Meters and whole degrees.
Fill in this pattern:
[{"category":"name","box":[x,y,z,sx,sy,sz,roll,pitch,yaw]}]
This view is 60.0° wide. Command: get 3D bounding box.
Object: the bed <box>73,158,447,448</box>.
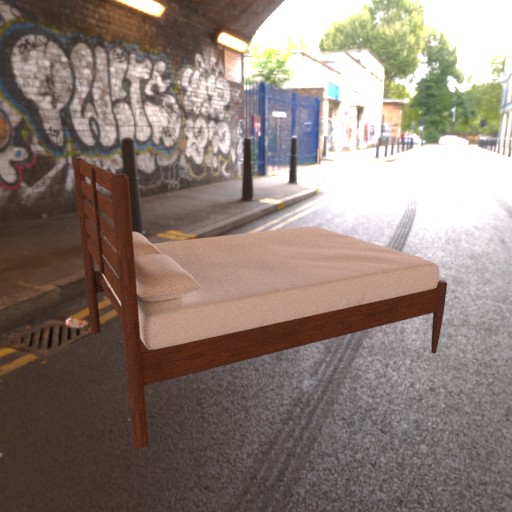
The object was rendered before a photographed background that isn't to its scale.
[{"category":"bed","box":[0.000,0.000,3.065,2.093,1.304,1.509,-8,17,-26]}]
